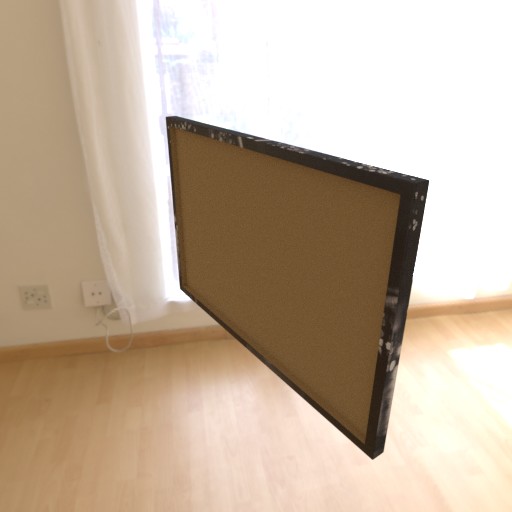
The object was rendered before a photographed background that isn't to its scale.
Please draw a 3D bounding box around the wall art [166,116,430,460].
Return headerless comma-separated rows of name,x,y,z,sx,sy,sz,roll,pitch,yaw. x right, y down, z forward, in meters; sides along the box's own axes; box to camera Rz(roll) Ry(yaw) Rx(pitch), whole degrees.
wall art,0.000,0.000,1.167,0.038,0.609,0.914,-17,30,-32
